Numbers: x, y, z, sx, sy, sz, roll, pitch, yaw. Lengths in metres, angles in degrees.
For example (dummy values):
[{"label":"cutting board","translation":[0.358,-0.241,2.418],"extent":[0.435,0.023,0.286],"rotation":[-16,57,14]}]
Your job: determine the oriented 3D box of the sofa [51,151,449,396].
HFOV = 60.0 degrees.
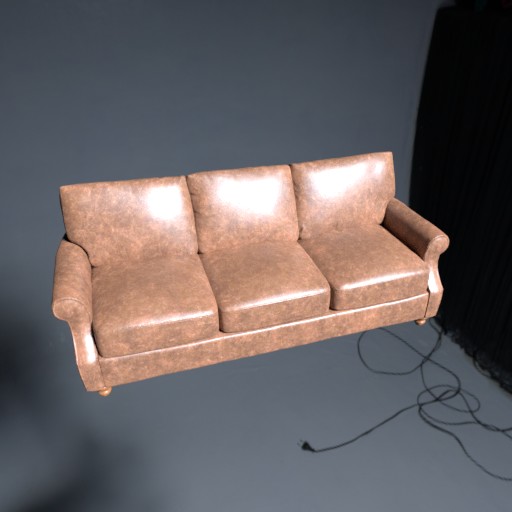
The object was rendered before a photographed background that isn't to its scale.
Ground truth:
[{"label":"sofa","translation":[0.000,0.000,2.806],"extent":[2.351,0.977,0.973],"rotation":[-9,32,-15]}]
